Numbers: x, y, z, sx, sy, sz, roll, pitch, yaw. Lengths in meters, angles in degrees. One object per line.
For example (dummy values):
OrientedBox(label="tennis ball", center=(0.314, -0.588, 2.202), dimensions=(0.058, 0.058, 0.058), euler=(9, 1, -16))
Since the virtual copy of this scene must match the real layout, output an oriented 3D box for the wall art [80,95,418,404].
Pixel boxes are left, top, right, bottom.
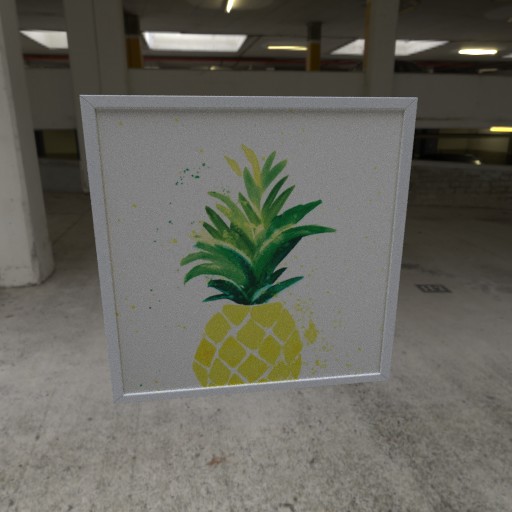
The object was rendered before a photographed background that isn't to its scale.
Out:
OrientedBox(label="wall art", center=(0.000, 0.000, 0.751), dimensions=(0.508, 0.507, 0.035), euler=(-2, 17, -8))
